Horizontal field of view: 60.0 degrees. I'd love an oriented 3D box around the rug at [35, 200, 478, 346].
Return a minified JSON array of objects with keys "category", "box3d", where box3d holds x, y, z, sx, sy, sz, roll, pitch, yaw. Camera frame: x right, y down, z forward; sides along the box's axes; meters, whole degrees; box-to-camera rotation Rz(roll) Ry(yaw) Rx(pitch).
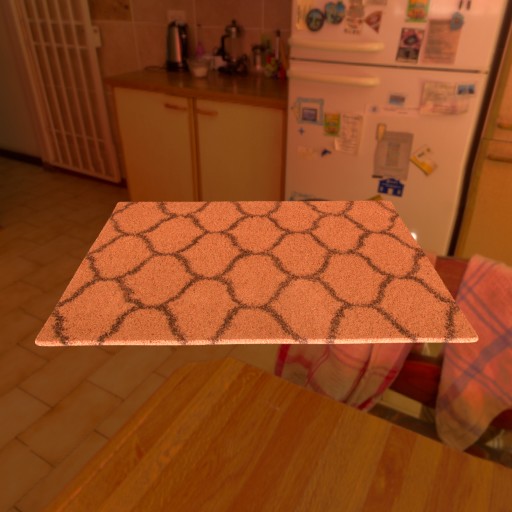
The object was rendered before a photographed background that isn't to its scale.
[{"category":"rug","box3d":[0.000,0.000,2.098,1.600,0.025,1.200,0,31,-1]}]
